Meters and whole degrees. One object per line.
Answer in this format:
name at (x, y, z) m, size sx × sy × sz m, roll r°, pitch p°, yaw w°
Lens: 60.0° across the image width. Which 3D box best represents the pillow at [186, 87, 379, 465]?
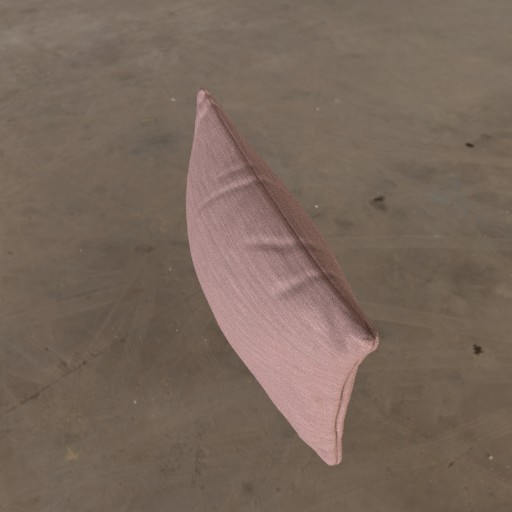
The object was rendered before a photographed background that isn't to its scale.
pillow at (0.000, 0.000, 0.769) m, size 0.210 × 0.338 × 0.633 m, roll -15°, pitch 47°, yaw -15°
